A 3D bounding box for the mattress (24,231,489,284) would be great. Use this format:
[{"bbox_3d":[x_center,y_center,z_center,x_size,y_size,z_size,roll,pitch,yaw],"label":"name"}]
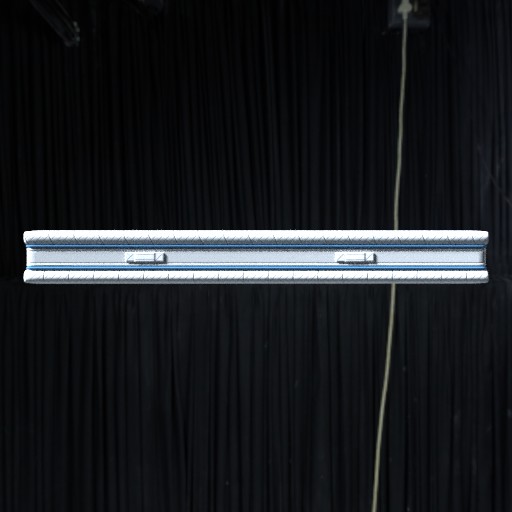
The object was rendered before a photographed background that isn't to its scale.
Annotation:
[{"bbox_3d":[0.000,0.000,2.698,2.000,0.230,1.600,0,0,0],"label":"mattress"}]
